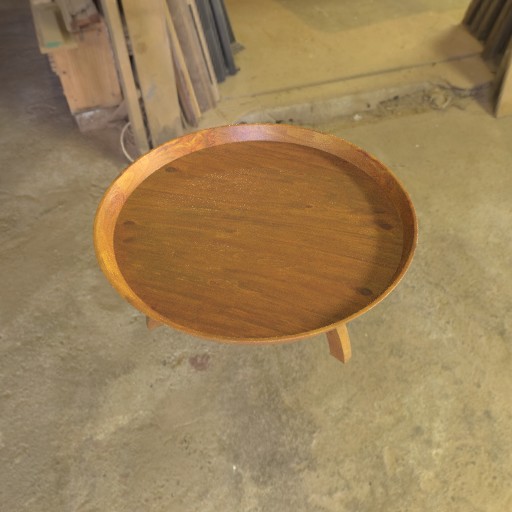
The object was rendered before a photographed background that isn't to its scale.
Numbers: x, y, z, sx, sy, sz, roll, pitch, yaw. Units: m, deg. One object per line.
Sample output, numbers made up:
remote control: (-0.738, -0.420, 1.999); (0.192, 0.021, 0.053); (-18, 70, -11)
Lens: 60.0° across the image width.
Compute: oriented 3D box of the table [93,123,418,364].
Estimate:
table: (0.000, 0.000, 1.594); (1.016, 0.470, 1.016); (0, 48, 0)
